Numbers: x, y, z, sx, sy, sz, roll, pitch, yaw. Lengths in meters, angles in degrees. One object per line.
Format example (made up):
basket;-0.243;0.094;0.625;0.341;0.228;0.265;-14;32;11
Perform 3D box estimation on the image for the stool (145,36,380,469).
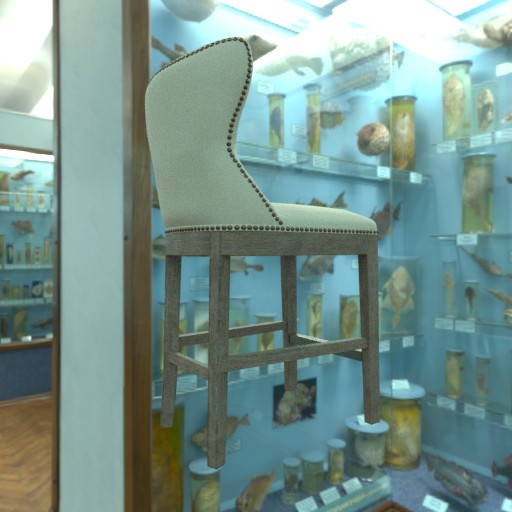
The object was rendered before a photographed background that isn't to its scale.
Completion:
stool;0.000;0.000;1.285;0.608;0.981;0.498;0;1;-35
